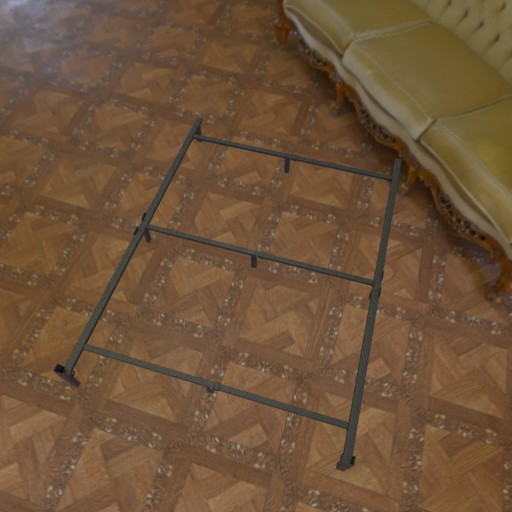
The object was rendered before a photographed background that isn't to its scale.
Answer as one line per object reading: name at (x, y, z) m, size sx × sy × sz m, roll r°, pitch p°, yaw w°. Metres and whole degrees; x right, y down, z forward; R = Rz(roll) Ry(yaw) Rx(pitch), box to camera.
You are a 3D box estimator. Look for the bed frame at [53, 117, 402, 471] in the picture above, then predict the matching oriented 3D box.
bed frame at (0.000, 0.000, 2.672) m, size 1.498 × 0.248 × 1.990 m, roll 14°, pitch 59°, yaw 9°
